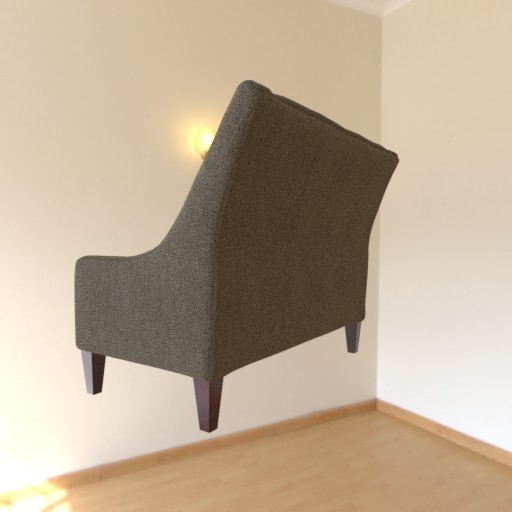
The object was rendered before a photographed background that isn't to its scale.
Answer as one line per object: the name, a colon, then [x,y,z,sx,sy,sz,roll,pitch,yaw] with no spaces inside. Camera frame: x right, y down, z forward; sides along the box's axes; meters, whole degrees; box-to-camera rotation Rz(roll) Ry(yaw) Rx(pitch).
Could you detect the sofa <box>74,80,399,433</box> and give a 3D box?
sofa: [0.000,0.000,1.927,0.870,1.021,1.242,2,3,35]
